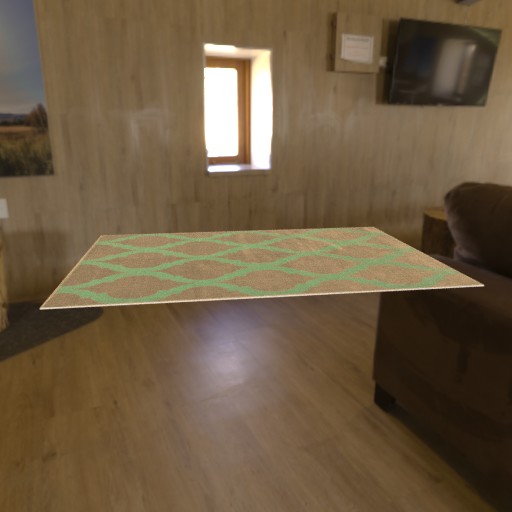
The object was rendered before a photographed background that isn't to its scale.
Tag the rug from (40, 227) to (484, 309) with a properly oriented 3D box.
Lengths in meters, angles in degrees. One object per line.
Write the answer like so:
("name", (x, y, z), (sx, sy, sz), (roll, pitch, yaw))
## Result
("rug", (0.000, 0.000, 2.975), (2.286, 0.006, 1.524), (-2, 16, -8))
